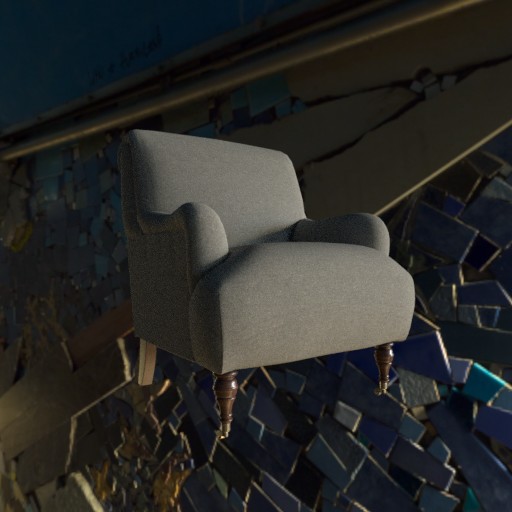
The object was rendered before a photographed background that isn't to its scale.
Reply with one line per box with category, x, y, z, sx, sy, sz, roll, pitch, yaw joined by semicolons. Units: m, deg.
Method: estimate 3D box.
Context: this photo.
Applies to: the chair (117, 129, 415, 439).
chair;0.000;0.000;1.565;0.766;0.942;0.843;-1;1;-34
